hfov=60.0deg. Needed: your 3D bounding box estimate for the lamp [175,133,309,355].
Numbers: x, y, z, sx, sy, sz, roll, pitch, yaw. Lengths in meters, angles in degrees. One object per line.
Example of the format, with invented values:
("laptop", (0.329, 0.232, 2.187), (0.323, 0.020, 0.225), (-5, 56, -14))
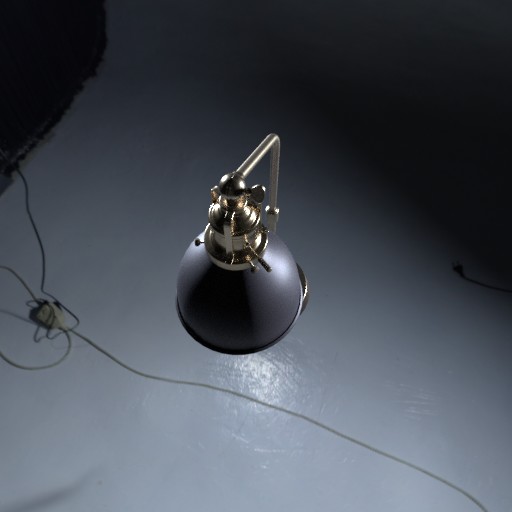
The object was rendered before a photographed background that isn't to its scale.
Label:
("lamp", (0.000, 0.000, 0.599), (0.160, 0.456, 0.291), (16, 60, 10))
